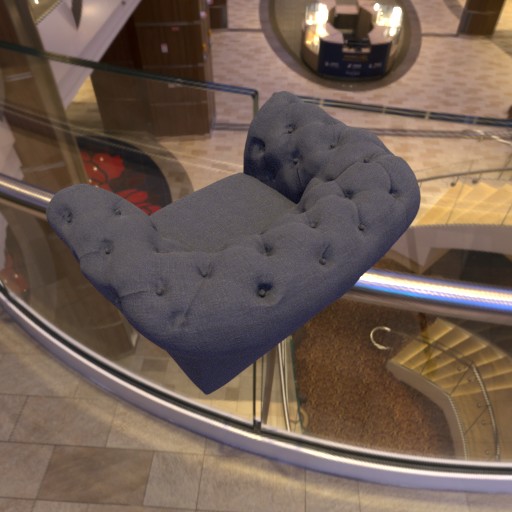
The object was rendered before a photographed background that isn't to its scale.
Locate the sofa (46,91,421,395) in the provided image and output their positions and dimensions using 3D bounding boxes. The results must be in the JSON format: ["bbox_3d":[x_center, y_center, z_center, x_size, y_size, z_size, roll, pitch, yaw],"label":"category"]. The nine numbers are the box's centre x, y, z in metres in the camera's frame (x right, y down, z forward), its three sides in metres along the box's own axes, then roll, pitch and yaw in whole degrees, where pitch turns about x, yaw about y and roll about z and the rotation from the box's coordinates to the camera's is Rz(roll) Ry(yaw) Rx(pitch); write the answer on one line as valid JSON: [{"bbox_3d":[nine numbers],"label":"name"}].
[{"bbox_3d":[0.000,0.000,2.020,1.405,0.878,1.032,-33,55,-28],"label":"sofa"}]
